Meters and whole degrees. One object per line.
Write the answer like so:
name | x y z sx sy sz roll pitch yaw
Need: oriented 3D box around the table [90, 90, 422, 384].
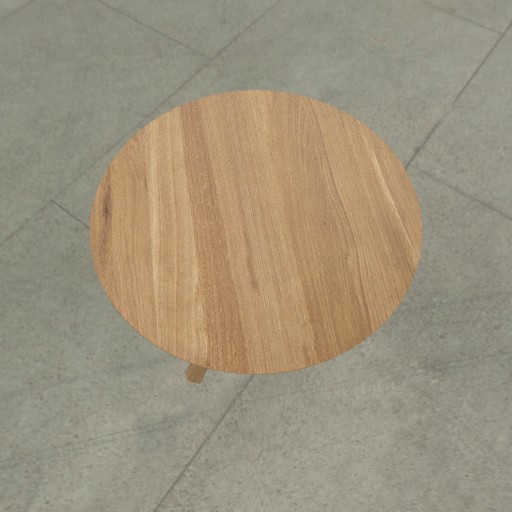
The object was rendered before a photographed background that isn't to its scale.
table | 0.000 0.000 1.698 1.038 0.666 1.038 0 63 0
